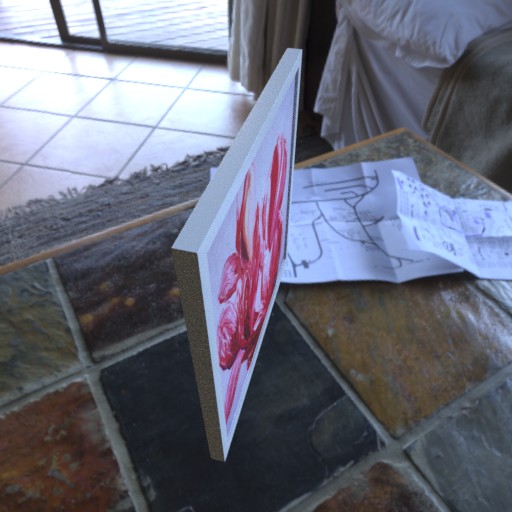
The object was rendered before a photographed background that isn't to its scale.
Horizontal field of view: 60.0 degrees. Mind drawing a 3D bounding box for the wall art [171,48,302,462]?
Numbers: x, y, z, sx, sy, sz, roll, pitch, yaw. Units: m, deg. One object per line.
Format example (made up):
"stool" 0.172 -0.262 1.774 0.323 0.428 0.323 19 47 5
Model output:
"wall art" 0.000 0.000 0.680 0.023 0.453 0.455 11 46 11
